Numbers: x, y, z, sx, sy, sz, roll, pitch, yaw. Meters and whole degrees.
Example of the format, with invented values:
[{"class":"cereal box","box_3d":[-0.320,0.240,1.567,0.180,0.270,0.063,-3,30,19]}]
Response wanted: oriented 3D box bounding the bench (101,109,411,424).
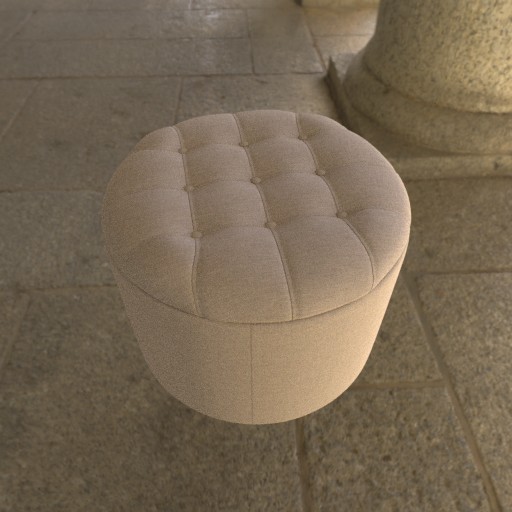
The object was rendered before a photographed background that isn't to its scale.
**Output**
[{"class":"bench","box_3d":[0.000,0.000,0.993,0.600,0.454,0.600,0,47,0]}]
